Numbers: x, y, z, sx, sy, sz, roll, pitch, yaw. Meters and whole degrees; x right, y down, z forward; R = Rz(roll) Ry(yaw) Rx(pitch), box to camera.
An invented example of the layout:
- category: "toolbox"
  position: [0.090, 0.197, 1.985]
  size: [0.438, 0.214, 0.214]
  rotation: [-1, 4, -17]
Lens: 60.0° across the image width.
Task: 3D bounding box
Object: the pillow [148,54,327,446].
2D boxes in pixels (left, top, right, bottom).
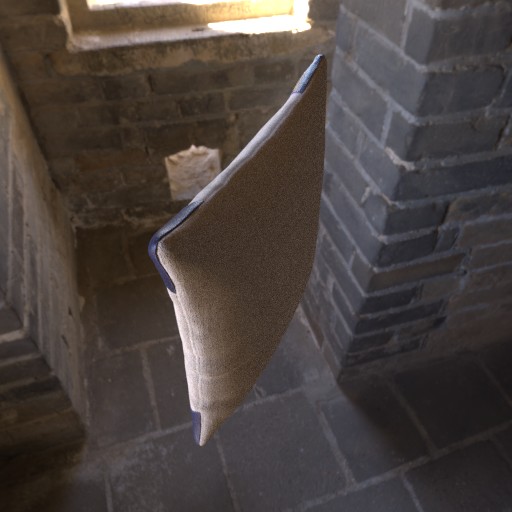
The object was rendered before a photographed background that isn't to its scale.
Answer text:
- category: "pillow"
  position: [0.000, 0.000, 0.669]
  size: [0.147, 0.441, 0.440]
  rotation: [18, 49, 16]
